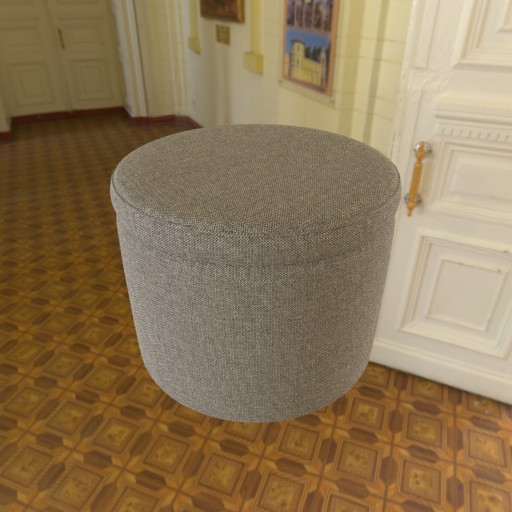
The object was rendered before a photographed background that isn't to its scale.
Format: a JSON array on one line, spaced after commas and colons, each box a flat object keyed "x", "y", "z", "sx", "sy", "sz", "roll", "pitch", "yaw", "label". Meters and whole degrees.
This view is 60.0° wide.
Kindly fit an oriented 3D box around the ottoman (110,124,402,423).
[{"x": 0.000, "y": 0.000, "z": 0.910, "sx": 0.520, "sy": 0.430, "sz": 0.520, "roll": 0, "pitch": 32, "yaw": 0, "label": "ottoman"}]
